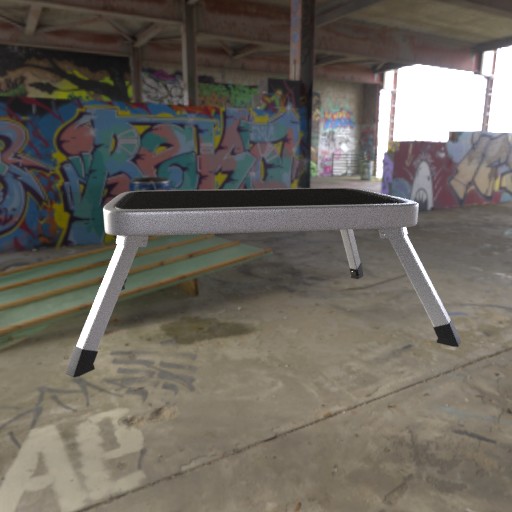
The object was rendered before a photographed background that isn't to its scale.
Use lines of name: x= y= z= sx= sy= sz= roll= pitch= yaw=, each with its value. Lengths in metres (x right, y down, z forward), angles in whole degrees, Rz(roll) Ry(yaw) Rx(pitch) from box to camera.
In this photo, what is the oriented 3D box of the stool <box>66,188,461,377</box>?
stool: x=0.000 y=0.000 z=0.631 sx=0.460 sy=0.170 sz=0.320 roll=-2 pitch=14 yaw=-9
